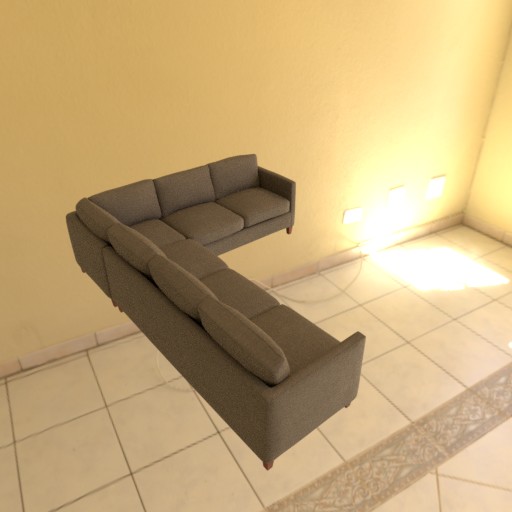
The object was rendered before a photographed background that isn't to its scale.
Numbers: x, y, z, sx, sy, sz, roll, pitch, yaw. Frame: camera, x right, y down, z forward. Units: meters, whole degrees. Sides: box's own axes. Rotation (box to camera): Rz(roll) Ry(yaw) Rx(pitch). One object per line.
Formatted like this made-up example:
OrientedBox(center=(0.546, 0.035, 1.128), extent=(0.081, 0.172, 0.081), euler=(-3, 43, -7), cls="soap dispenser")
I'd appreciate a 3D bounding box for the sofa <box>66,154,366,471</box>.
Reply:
OrientedBox(center=(0.000, 0.000, 4.440), extent=(2.593, 0.947, 3.302), euler=(-23, 38, -33), cls="sofa")
